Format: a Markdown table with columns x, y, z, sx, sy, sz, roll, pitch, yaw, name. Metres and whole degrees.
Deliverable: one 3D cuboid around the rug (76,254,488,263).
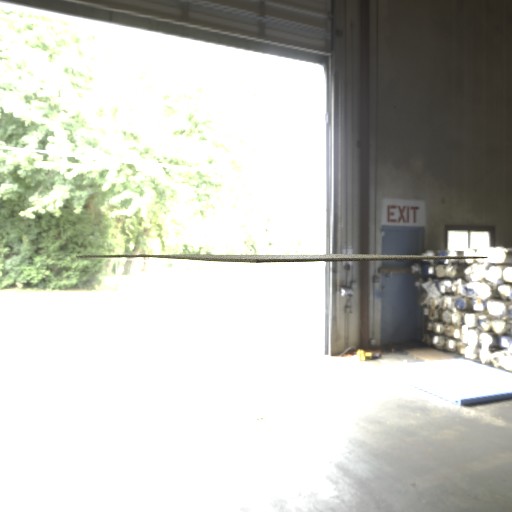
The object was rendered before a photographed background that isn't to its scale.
| x | y | z | sx | sy | sz | roll | pitch | yaw | name |
| --- | --- | --- | --- | --- | --- | --- | --- | --- | --- |
| 0.000 | 0.000 | 4.774 | 2.757 | 0.051 | 3.626 | 0 | 1 | -37 | rug |
